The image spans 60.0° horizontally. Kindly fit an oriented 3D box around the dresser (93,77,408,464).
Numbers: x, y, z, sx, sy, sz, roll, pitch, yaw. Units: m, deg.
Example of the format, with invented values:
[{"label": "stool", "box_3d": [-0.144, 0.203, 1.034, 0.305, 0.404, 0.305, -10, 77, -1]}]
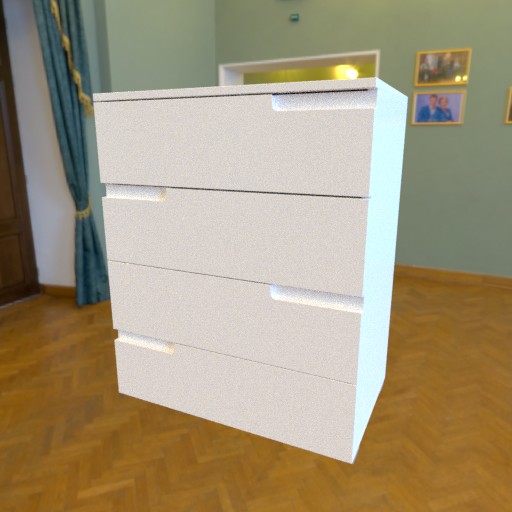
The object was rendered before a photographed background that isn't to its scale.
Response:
[{"label": "dresser", "box_3d": [0.000, 0.000, 1.169, 0.650, 0.800, 0.400, 7, 16, 25]}]
